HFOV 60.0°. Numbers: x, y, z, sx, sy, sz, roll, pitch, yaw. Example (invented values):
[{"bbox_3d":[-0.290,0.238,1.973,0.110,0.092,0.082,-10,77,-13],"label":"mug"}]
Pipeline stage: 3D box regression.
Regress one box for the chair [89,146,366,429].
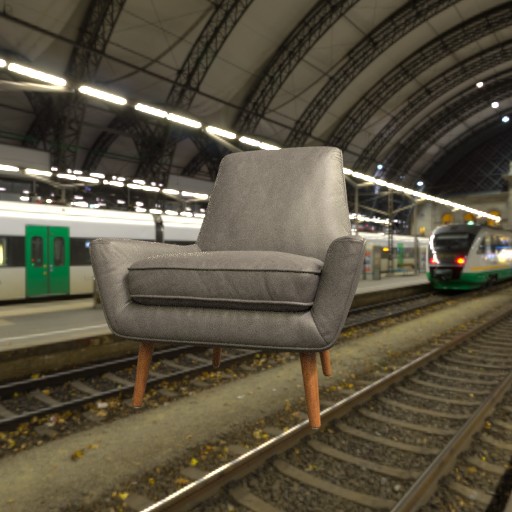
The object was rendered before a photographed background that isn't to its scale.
[{"bbox_3d":[0.000,0.000,1.536,0.787,0.888,0.822,0,0,17],"label":"chair"}]
